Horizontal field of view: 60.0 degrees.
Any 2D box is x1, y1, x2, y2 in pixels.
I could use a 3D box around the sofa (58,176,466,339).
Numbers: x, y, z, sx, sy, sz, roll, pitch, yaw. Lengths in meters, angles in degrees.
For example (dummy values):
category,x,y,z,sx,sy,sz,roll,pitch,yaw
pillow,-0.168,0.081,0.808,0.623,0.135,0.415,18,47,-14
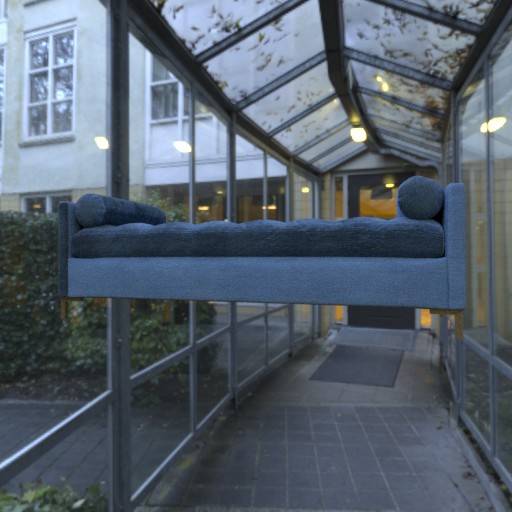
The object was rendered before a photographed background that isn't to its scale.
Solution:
category,x,y,z,sx,sy,sz,roll,pitch,yaw
sofa,0.000,0.000,2.519,2.102,0.705,0.796,0,0,18
